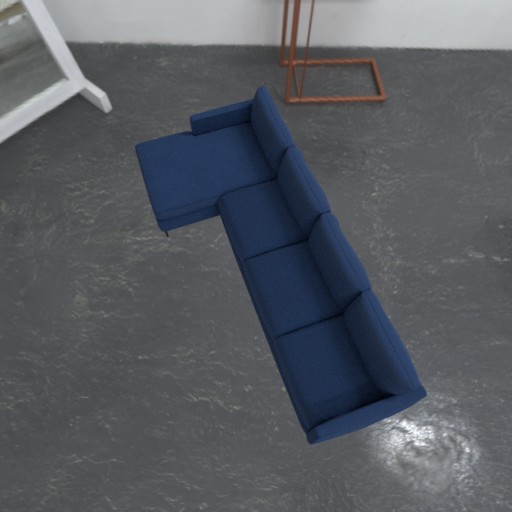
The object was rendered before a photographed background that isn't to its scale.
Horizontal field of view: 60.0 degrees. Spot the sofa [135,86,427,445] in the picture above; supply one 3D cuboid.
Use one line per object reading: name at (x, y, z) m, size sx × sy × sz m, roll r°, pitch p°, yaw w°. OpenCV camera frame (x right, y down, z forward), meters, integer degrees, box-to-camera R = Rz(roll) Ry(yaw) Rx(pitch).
sofa at (0.000, 0.000, 2.977) m, size 1.128 × 0.679 × 2.450 m, roll -18°, pitch 65°, yaw -9°
